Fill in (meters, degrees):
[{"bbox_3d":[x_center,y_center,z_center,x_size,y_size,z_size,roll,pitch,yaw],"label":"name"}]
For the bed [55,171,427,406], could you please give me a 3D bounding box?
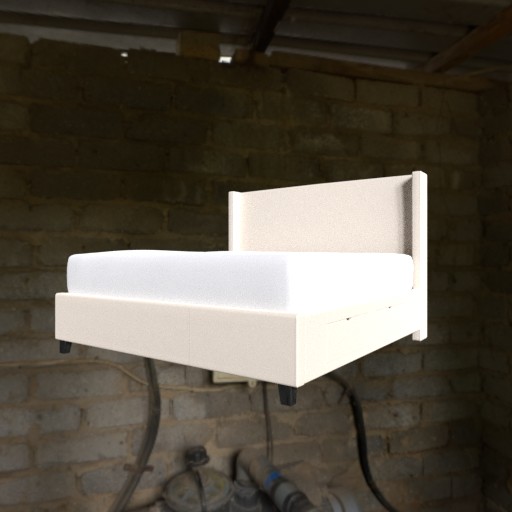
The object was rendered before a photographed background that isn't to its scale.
[{"bbox_3d":[0.000,0.000,3.668,2.145,1.471,2.293,0,0,36],"label":"bed"}]
